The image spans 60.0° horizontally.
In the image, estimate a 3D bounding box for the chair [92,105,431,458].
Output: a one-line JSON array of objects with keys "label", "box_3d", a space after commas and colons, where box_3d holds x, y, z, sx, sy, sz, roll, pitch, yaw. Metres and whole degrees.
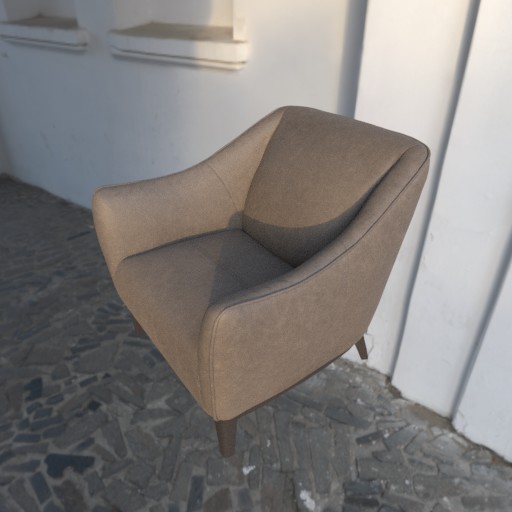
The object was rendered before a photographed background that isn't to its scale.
[{"label": "chair", "box_3d": [0.000, 0.000, 1.546, 0.852, 0.830, 0.871, -20, 37, -29]}]
